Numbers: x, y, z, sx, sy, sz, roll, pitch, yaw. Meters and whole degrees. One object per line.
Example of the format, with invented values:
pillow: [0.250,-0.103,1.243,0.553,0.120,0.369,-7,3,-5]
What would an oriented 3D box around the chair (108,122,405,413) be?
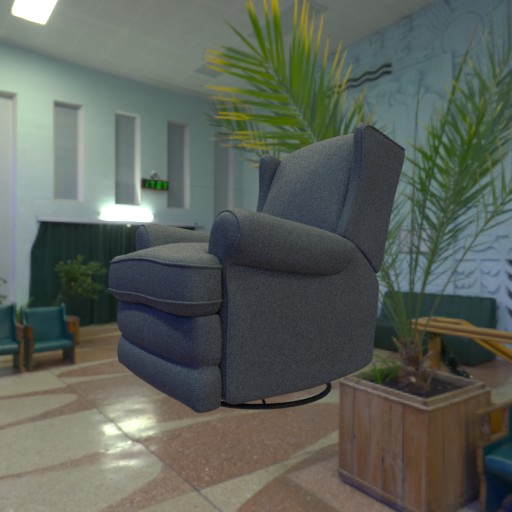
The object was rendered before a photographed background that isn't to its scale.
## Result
chair: [0.000,0.000,1.731,0.969,1.011,0.847,0,0,-34]
